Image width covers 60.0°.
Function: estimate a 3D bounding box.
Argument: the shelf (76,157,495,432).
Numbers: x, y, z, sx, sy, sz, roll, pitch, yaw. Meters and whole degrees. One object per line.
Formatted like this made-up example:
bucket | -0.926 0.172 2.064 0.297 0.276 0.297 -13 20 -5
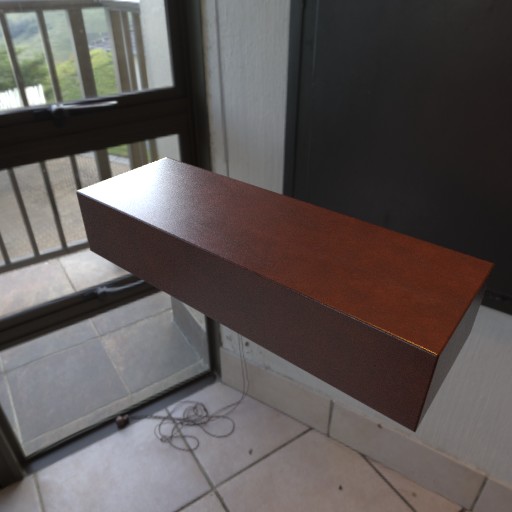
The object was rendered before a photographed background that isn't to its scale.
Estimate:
shelf | 0.000 0.000 0.513 0.457 0.088 0.152 23 40 31
